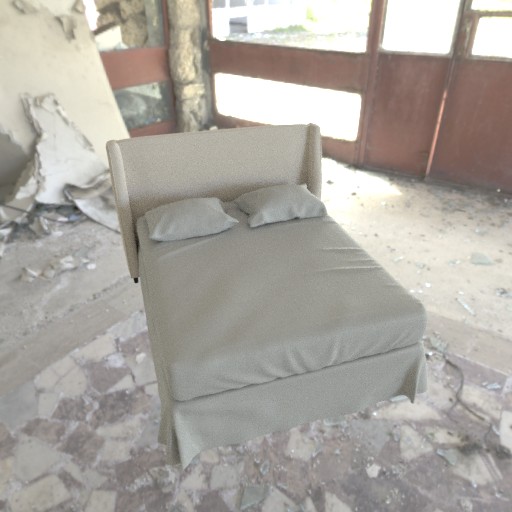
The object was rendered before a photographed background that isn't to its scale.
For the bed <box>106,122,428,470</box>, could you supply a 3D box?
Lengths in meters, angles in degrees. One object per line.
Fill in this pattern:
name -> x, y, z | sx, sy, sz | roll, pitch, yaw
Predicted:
bed -> 0.000, 0.000, 3.356 | 1.925, 1.332, 2.276 | -9, 33, -15
